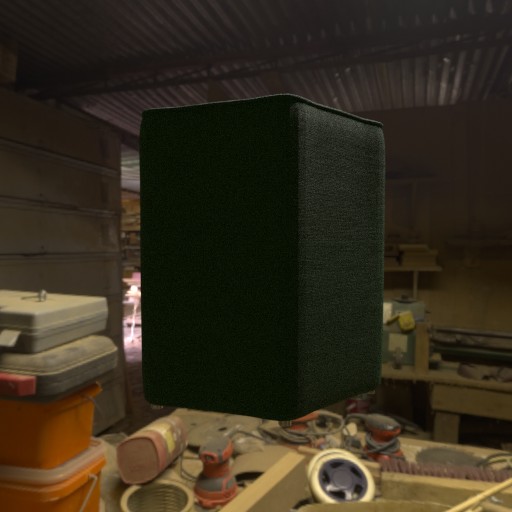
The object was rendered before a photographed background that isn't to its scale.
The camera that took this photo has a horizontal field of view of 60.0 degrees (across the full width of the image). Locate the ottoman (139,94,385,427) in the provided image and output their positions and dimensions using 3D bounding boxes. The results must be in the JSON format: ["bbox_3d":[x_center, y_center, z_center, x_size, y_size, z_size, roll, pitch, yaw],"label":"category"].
[{"bbox_3d":[0.000,0.000,0.894,0.499,0.507,0.444,0,1,19],"label":"ottoman"}]
